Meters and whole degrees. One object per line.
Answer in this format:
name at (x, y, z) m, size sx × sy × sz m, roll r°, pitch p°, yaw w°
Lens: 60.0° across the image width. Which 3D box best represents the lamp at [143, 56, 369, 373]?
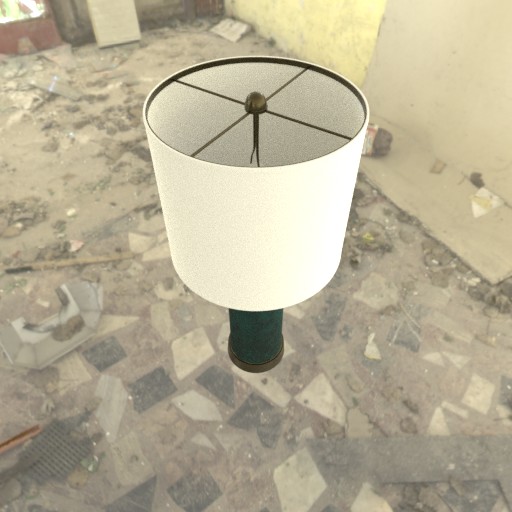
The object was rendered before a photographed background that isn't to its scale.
lamp at (0.000, 0.000, 0.815) m, size 0.301 × 0.630 × 0.301 m, roll -8°, pitch 47°, yaw -8°
